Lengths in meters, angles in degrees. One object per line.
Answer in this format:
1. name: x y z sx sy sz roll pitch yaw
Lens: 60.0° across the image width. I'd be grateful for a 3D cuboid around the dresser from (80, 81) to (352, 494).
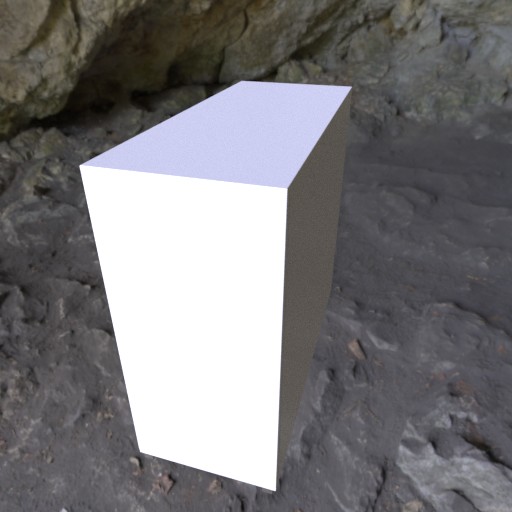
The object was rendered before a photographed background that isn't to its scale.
1. dresser: 0.000 0.000 1.601 0.460 1.000 1.100 9 32 14
